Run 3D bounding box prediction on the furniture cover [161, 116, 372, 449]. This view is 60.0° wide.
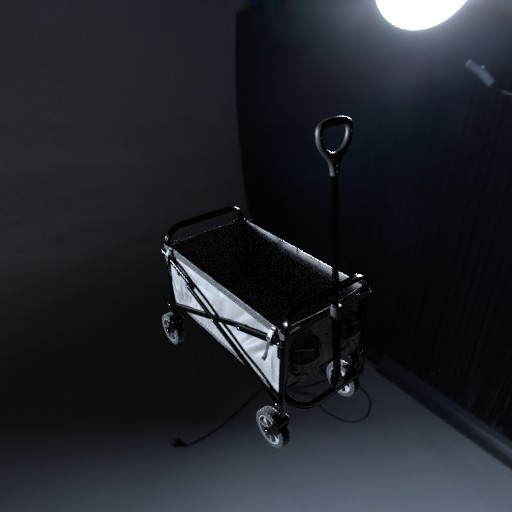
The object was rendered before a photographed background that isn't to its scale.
[{"bbox_3d":[0.000,0.000,1.891,0.532,1.295,1.038,-22,37,-33],"label":"furniture cover"}]
